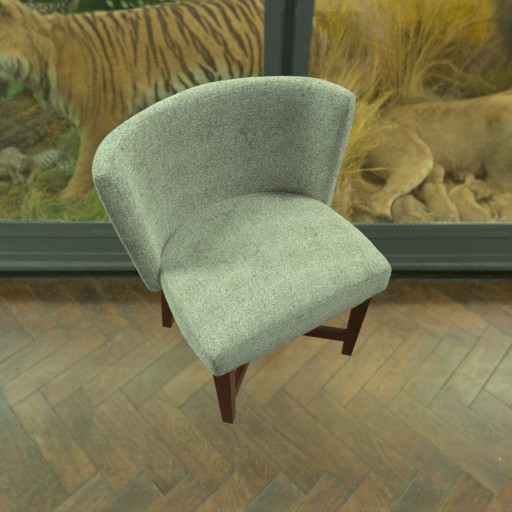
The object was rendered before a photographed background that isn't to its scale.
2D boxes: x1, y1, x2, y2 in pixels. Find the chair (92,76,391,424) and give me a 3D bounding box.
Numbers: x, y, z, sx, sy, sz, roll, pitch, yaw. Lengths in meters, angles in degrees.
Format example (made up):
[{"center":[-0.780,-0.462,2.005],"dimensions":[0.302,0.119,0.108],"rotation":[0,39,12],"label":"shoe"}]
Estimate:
[{"center":[0.000,0.000,1.313],"dimensions":[0.728,0.827,0.575],"rotation":[-23,51,-20],"label":"chair"}]
